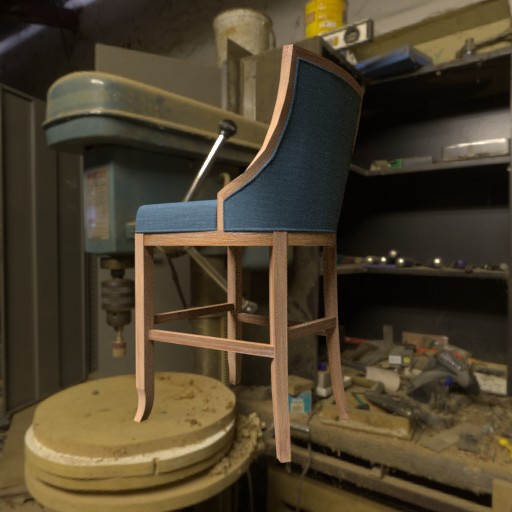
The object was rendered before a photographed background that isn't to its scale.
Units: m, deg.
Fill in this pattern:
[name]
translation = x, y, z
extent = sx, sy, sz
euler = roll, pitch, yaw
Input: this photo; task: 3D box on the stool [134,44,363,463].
[stool]
translation = 0.000, 0.000, 1.481
extent = 0.626, 1.101, 0.524
euler = 1, 2, 37
